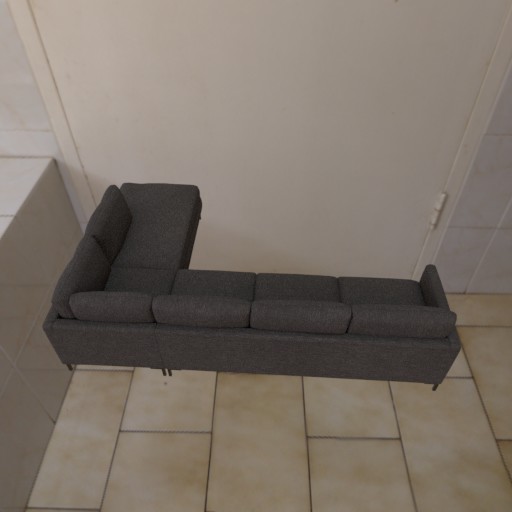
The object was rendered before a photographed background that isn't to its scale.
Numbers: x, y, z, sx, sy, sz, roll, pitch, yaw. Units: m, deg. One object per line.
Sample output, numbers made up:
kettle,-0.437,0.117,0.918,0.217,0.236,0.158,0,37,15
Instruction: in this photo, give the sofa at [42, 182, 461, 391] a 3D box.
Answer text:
sofa,0.000,0.000,3.876,2.949,0.815,2.007,2,45,3
